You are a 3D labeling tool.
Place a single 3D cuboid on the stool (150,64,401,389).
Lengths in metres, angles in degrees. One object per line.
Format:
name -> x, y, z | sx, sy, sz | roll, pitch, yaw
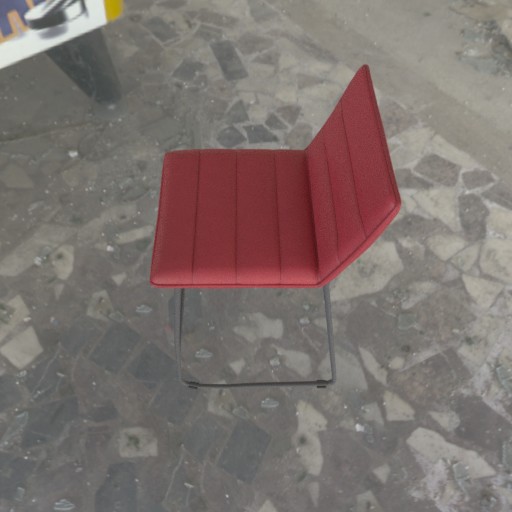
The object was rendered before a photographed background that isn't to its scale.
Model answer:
stool -> 0.000, 0.000, 1.224 | 0.524, 0.937, 0.489 | -1, 59, -1
